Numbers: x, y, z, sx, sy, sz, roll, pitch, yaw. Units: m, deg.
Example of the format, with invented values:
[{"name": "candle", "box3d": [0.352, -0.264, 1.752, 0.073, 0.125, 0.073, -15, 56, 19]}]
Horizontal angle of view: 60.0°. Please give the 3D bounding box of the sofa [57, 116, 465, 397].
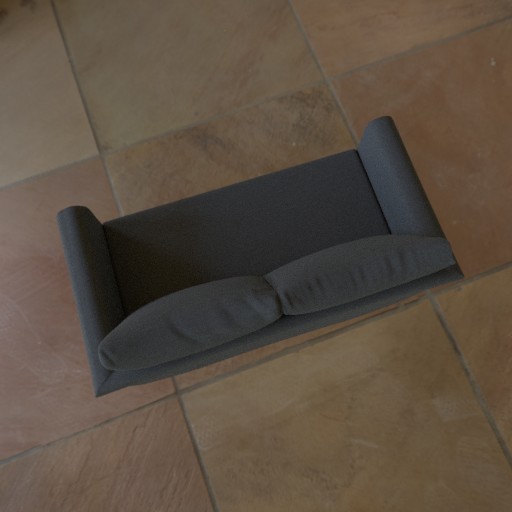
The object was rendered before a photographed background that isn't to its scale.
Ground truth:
[{"name": "sofa", "box3d": [0.000, 0.000, 1.911, 1.460, 0.872, 0.741, -17, 76, -4]}]
